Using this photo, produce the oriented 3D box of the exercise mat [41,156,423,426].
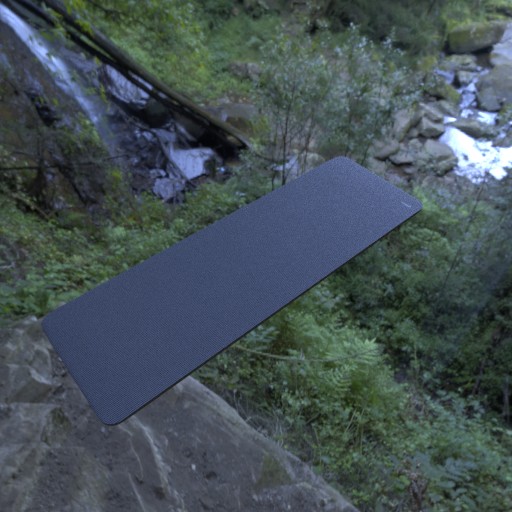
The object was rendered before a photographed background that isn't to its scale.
[{"bbox_3d":[0.000,0.000,2.114,1.884,0.021,0.616,-32,54,-26],"label":"exercise mat"}]
